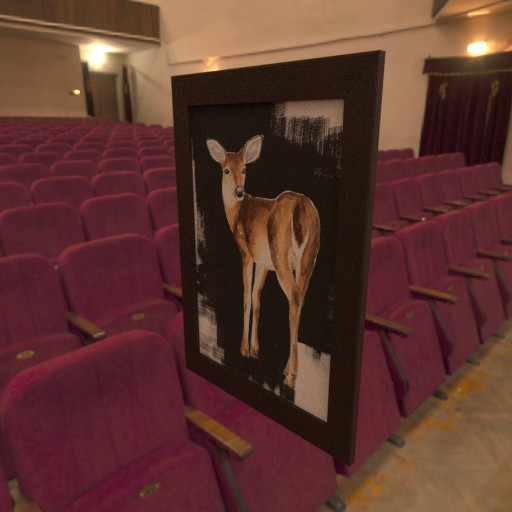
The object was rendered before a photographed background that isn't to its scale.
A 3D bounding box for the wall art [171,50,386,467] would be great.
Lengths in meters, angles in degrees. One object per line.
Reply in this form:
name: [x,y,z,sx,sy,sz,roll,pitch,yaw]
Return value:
wall art: [0.000,0.000,0.641,0.359,0.508,0.013,16,23,42]
